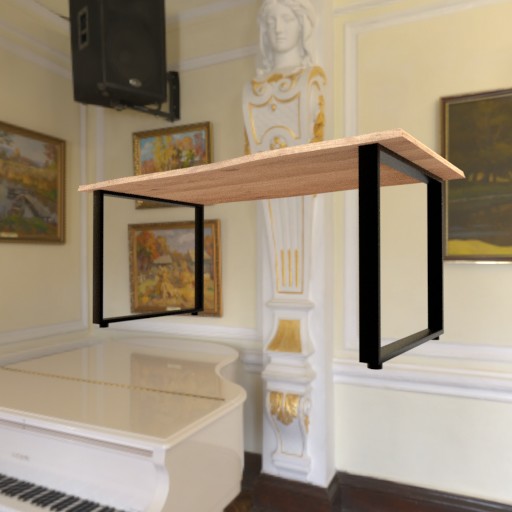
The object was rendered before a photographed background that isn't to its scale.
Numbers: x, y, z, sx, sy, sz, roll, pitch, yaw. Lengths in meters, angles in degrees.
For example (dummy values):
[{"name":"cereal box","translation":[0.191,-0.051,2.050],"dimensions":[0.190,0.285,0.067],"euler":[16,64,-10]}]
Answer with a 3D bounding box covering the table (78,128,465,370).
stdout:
[{"name":"table","translation":[0.000,0.000,2.264],"dimensions":[1.800,0.780,0.900],"euler":[-1,-1,37]}]
